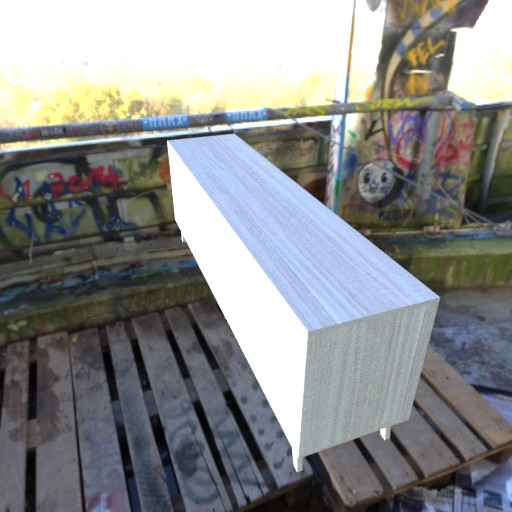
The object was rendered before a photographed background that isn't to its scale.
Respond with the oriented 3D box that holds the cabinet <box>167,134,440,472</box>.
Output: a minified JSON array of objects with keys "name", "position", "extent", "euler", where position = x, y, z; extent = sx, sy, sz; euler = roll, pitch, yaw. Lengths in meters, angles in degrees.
[{"name":"cabinet","position":[0.000,0.000,2.510],"extent":[0.500,0.780,2.200],"euler":[-11,32,-18]}]
